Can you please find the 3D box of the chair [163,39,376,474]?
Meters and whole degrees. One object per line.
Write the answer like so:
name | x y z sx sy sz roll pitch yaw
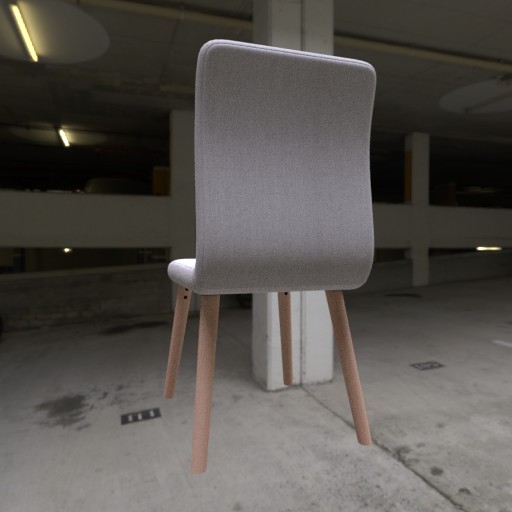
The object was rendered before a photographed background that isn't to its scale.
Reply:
chair | 0.000 0.000 1.191 0.435 0.885 0.550 0 2 -19
